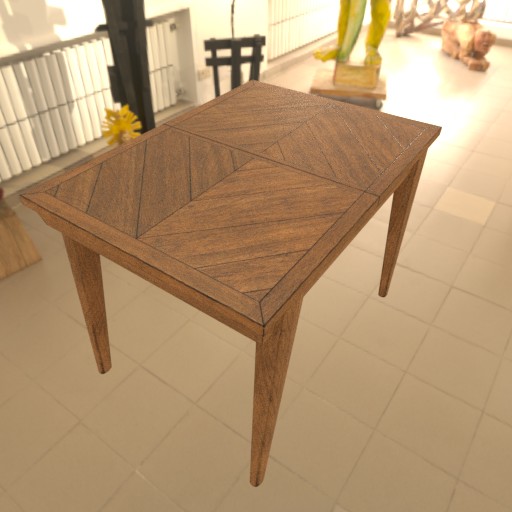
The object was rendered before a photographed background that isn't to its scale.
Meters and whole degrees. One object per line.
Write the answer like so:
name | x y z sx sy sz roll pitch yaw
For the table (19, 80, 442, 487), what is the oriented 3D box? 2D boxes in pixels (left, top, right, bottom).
table | 0.000 0.000 1.533 0.757 0.760 1.027 25 46 26
